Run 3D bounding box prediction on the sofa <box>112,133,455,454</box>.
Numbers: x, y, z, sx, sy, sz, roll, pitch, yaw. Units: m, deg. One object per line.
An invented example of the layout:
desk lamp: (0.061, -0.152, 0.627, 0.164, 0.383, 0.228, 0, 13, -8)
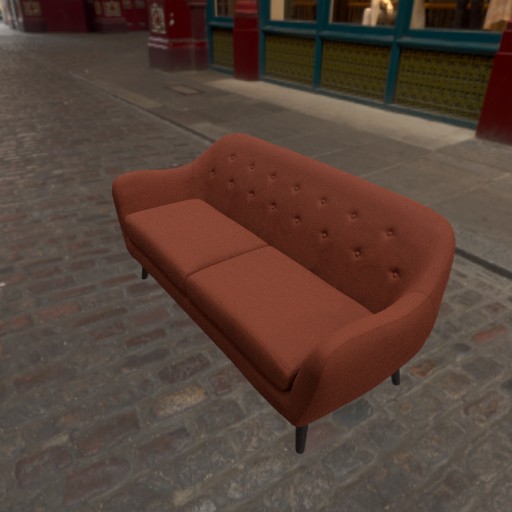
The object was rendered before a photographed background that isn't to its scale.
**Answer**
sofa: (0.000, 0.000, 2.240, 0.820, 0.836, 1.840, -20, 36, -30)
